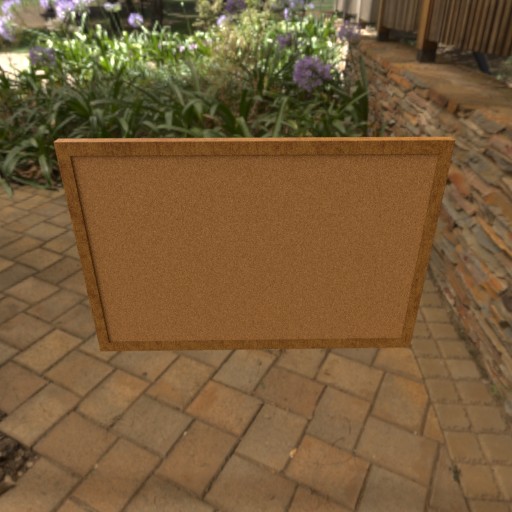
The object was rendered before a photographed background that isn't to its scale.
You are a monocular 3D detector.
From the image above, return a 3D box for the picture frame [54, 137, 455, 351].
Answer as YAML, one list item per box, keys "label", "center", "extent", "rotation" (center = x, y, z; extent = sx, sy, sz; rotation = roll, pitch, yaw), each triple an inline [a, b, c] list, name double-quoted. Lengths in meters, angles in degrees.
- label: "picture frame"
  center: [0.000, 0.000, 1.181]
  extent: [0.922, 0.621, 0.029]
  rotation: [-1, 29, -1]
